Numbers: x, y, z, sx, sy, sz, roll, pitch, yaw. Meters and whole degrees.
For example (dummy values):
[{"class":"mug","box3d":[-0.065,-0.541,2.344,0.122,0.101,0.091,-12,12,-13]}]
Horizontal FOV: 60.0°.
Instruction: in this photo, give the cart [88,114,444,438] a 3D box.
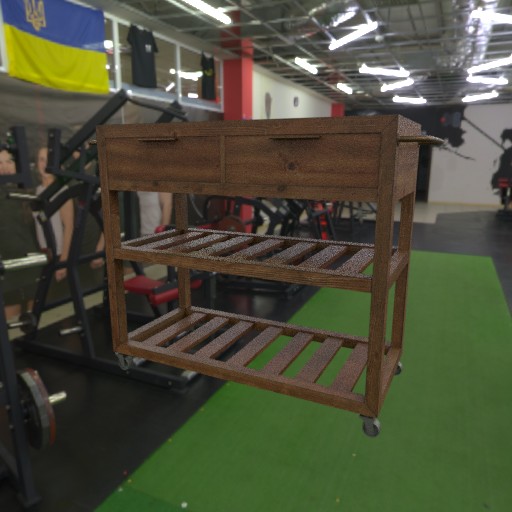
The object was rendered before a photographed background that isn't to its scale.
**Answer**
[{"class":"cart","box3d":[0.000,0.000,1.459,1.065,0.830,0.445,6,15,26]}]
